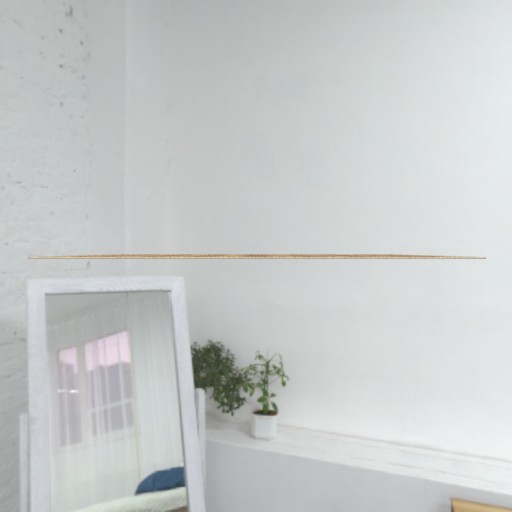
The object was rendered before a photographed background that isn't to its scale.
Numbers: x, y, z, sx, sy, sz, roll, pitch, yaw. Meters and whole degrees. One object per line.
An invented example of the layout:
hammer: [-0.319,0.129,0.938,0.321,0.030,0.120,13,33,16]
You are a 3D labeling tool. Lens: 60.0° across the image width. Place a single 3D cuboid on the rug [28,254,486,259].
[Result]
rug: [0.000,0.000,2.947,2.284,0.008,1.522,0,1,0]
